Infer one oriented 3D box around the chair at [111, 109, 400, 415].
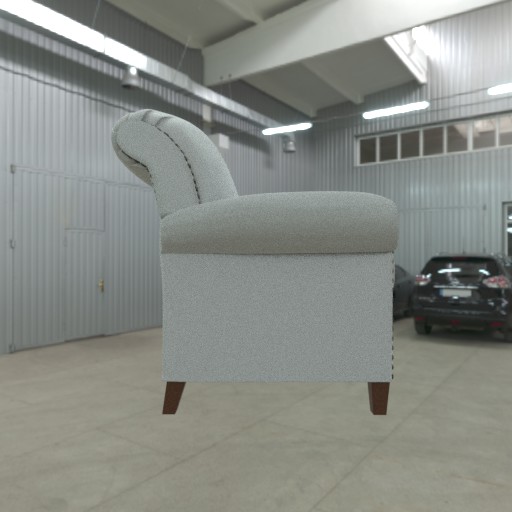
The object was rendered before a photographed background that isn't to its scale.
[{"bbox_3d":[0.000,0.000,1.636,0.890,0.927,0.854,0,0,0],"label":"chair"}]
